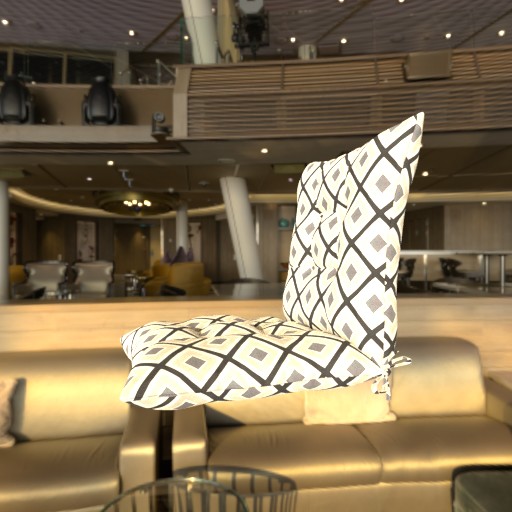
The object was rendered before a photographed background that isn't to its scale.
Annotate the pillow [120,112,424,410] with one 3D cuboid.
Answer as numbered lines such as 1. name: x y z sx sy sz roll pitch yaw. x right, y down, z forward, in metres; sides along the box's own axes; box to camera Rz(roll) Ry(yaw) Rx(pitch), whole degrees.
1. pillow: 0.000 0.000 0.989 0.585 0.536 0.541 0 0 -17
